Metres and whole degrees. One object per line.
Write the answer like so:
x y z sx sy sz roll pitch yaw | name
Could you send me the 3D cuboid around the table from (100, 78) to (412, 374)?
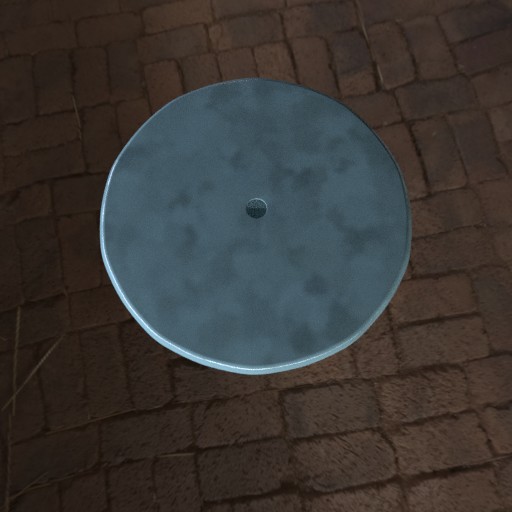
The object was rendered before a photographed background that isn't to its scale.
0.000 0.000 0.673 0.352 0.387 0.352 0 74 0 | table
